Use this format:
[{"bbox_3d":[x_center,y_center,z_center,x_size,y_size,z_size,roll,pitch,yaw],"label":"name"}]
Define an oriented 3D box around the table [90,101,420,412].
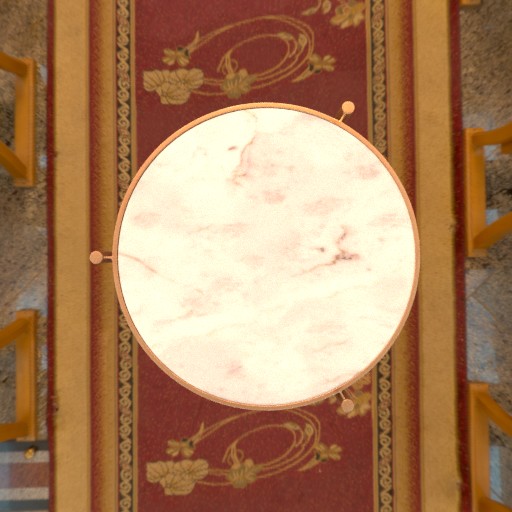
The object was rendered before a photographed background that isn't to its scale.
[{"bbox_3d":[0.000,0.000,0.849,0.456,0.493,0.430,0,90,-1],"label":"table"}]
